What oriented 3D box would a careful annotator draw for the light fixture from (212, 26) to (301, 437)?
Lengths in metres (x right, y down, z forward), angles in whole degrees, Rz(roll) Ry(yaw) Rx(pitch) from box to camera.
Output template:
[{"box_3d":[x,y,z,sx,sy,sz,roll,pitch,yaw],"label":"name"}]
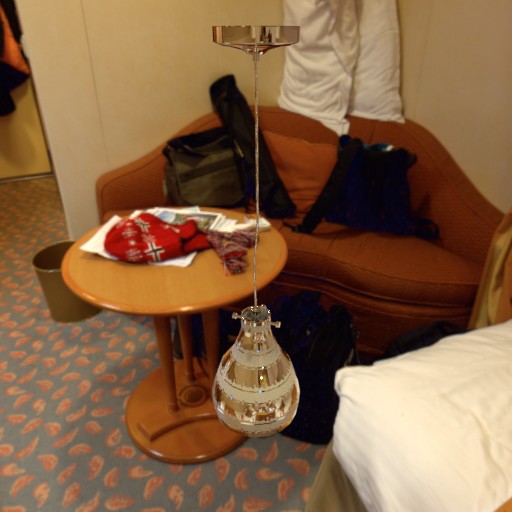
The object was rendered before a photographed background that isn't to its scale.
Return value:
[{"box_3d":[0.000,0.000,1.584,0.374,1.457,0.374,9,30,17],"label":"light fixture"}]
